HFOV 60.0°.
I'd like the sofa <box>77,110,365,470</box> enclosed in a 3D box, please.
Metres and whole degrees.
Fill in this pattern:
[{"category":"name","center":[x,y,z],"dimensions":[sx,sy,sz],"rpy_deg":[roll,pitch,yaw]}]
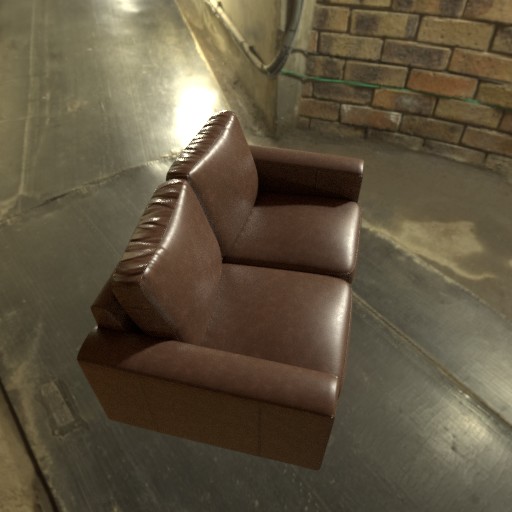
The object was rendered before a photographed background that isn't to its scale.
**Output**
[{"category":"sofa","center":[0.000,0.000,2.214],"dimensions":[1.016,0.873,1.616],"rpy_deg":[10,47,9]}]
